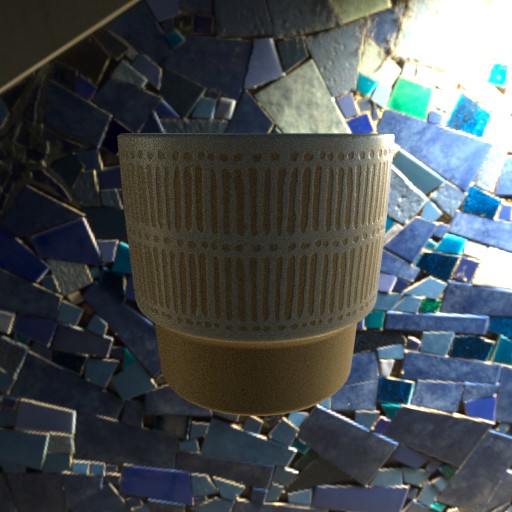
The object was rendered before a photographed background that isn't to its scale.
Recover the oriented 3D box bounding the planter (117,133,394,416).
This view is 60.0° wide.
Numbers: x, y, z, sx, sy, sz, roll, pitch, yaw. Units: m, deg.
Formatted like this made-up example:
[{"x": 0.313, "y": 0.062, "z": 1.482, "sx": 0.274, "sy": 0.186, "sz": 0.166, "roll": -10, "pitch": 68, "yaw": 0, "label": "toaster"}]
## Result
[{"x": 0.000, "y": 0.000, "z": 0.568, "sx": 0.317, "sy": 0.303, "sz": 0.317, "roll": 0, "pitch": 16, "yaw": 0, "label": "planter"}]
